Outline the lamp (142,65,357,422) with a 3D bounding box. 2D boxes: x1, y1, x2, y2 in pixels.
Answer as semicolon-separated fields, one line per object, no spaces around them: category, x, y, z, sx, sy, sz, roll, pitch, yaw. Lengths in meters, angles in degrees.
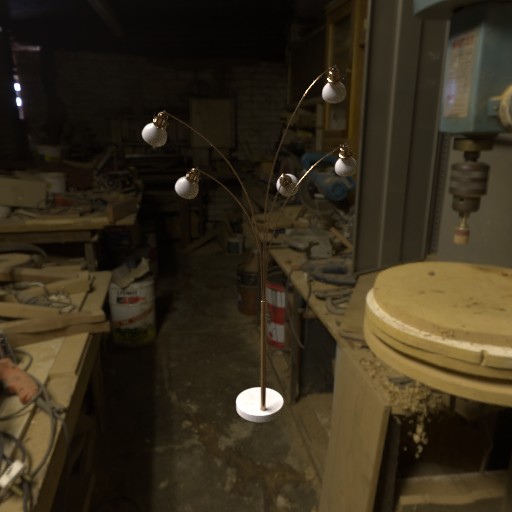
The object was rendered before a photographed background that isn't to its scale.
lamp;0.000;0.000;3.043;1.405;2.423;0.361;-3;17;-10
